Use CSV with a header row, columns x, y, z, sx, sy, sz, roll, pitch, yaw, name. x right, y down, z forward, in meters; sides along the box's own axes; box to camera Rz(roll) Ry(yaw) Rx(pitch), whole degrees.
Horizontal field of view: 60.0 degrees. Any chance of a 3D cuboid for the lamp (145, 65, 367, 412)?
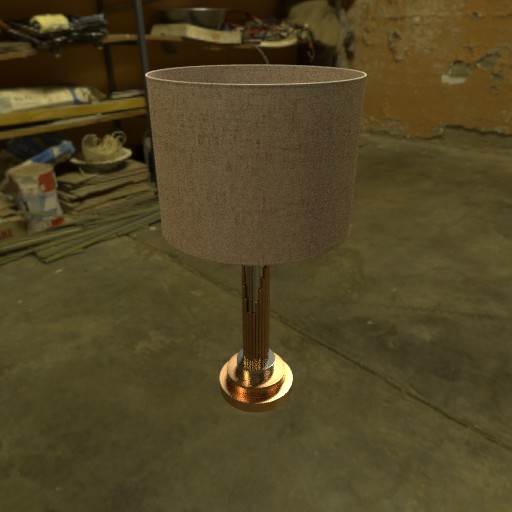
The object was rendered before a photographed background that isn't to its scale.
x,y,z,sx,sy,sz,roll,pitch,yaw,name
0.000,0.000,0.795,0.321,0.610,0.321,0,27,1,lamp
